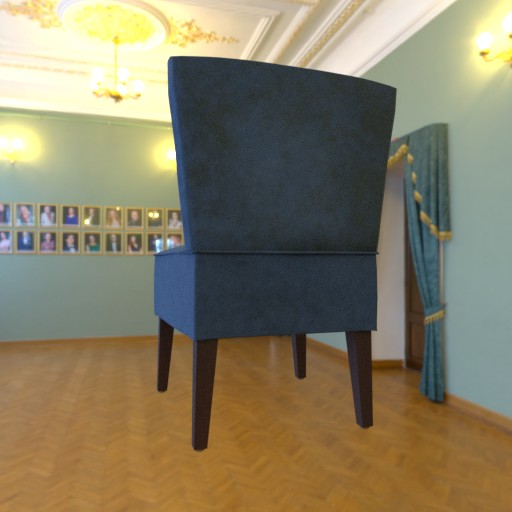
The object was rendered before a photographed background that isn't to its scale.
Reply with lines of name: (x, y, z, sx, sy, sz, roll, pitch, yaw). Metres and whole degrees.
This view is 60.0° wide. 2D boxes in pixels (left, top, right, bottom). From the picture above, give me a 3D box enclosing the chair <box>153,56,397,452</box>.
chair: (0.000, 0.000, 1.186, 0.521, 0.806, 0.551, 0, -1, -18)
